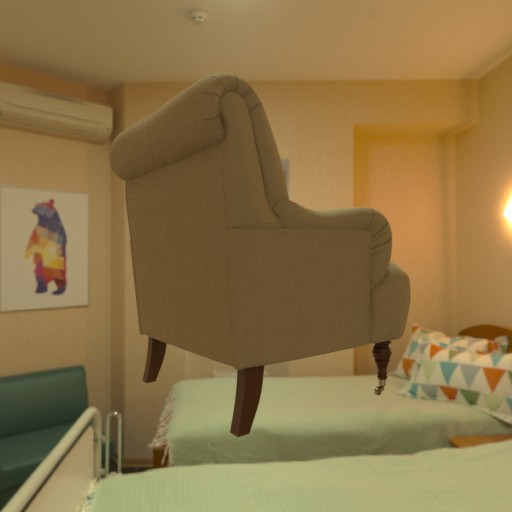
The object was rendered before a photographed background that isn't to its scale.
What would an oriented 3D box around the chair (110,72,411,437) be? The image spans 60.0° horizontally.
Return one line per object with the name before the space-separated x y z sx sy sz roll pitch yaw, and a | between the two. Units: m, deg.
chair | 0.000 0.000 1.583 0.842 0.942 0.766 0 0 -36
